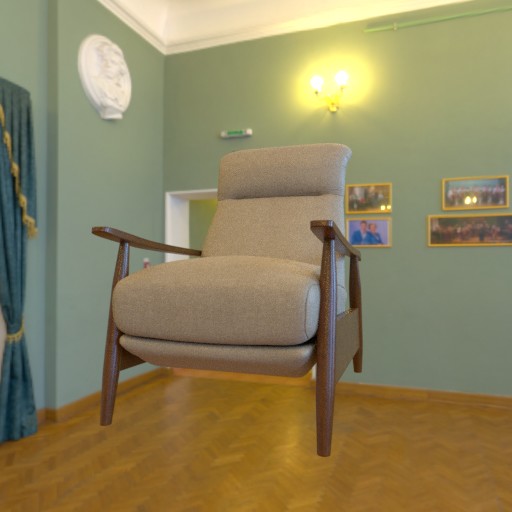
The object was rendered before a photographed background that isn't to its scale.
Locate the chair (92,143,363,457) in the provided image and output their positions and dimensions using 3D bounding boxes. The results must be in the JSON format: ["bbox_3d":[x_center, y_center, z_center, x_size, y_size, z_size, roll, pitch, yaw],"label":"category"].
[{"bbox_3d":[0.000,0.000,1.761,0.762,1.082,1.030,0,-1,18],"label":"chair"}]
